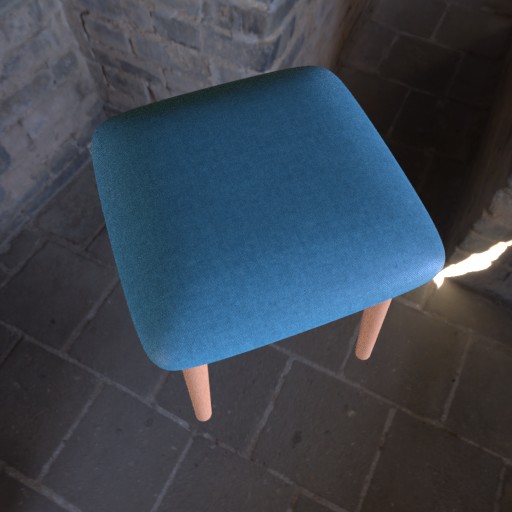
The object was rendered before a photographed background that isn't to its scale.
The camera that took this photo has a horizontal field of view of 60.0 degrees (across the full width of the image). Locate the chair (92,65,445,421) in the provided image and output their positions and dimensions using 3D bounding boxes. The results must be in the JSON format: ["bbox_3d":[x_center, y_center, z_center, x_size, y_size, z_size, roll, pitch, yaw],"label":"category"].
[{"bbox_3d":[0.000,0.000,0.689,0.360,0.450,0.360,-18,64,-9],"label":"chair"}]
